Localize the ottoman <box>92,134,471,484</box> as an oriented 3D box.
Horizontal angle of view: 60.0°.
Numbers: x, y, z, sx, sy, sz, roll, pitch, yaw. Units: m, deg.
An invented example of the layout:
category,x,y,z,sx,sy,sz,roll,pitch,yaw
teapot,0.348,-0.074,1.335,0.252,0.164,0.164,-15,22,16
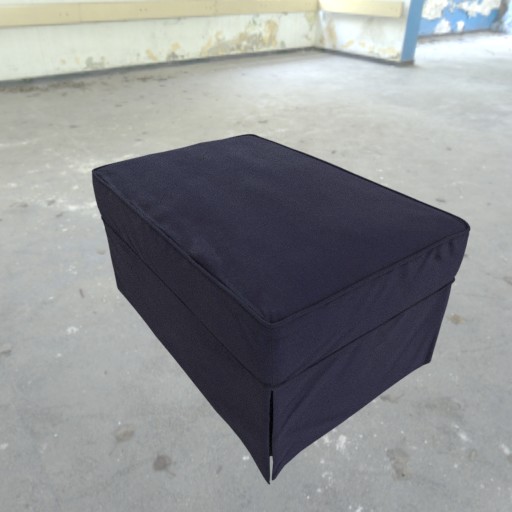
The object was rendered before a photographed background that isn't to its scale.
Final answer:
category,x,y,z,sx,sy,sz,roll,pitch,yaw
ottoman,0.000,0.000,1.305,0.637,0.503,0.938,-21,38,-30
